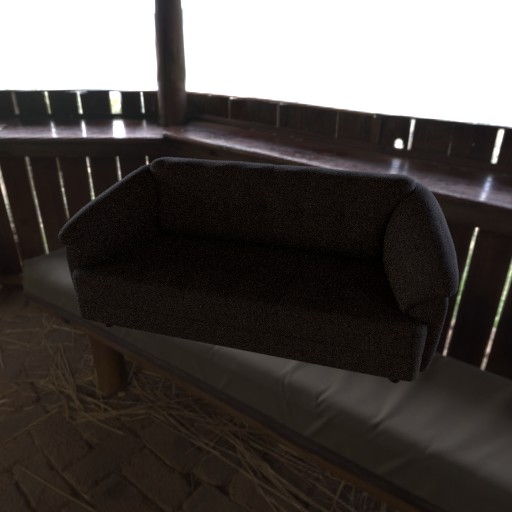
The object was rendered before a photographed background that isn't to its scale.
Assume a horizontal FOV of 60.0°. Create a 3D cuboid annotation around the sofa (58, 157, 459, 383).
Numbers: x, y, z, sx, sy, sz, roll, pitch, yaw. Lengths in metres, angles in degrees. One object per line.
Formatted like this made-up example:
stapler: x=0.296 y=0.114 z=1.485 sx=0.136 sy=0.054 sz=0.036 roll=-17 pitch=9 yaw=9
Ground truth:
sofa: x=0.000 y=0.000 z=2.307 sx=1.849 sy=0.790 sz=0.887 roll=8 pitch=26 yaw=15
